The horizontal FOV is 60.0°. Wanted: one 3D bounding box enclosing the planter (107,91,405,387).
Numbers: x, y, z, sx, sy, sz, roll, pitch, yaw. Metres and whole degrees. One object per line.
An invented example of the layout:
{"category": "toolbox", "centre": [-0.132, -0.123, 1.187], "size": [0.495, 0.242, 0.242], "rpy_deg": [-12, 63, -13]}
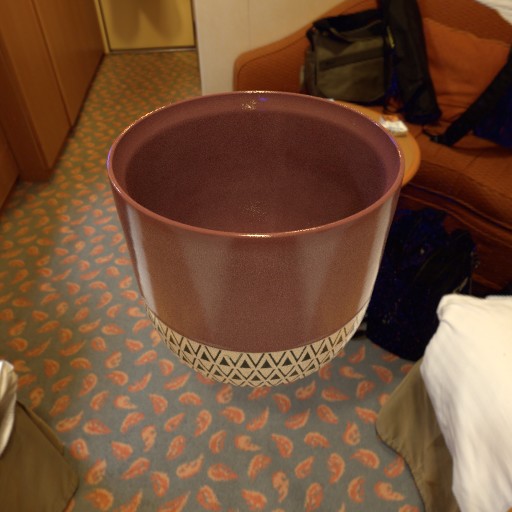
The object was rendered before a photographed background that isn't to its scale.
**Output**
{"category": "planter", "centre": [0.000, 0.000, 0.495], "size": [0.266, 0.270, 0.266], "rpy_deg": [0, 41, 0]}
